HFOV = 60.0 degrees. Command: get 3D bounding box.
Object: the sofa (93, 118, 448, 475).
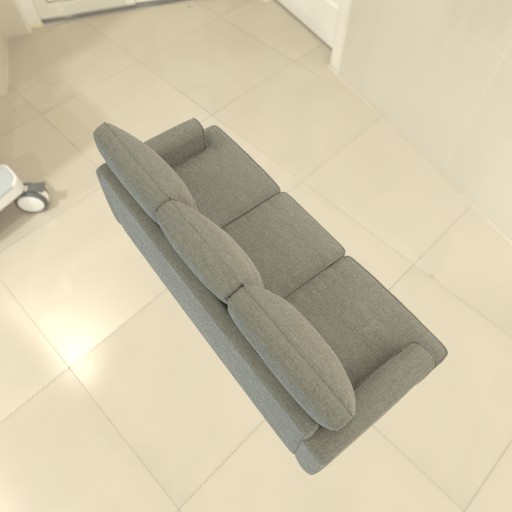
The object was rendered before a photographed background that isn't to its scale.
[{"bbox_3d":[0.000,0.000,2.575,0.951,0.965,2.158,-33,64,-18],"label":"sofa"}]
